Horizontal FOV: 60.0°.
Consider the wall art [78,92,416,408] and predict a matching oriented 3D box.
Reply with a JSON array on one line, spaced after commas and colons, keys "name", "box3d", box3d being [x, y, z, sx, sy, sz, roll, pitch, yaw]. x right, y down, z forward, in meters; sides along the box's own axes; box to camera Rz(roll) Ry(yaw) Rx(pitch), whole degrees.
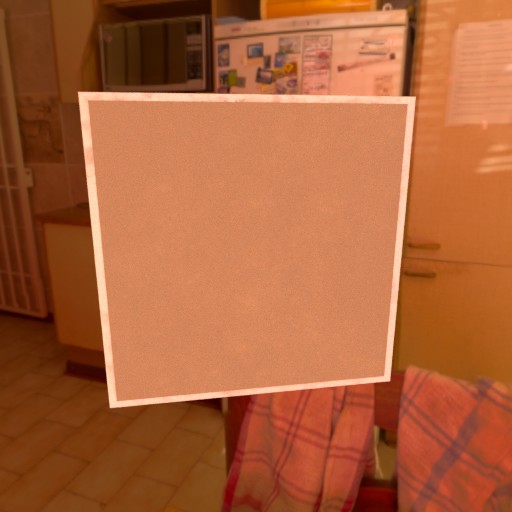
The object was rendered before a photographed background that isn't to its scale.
[{"name": "wall art", "box3d": [0.000, 0.000, 1.106, 0.760, 0.757, 0.038, -3, 16, -9]}]
